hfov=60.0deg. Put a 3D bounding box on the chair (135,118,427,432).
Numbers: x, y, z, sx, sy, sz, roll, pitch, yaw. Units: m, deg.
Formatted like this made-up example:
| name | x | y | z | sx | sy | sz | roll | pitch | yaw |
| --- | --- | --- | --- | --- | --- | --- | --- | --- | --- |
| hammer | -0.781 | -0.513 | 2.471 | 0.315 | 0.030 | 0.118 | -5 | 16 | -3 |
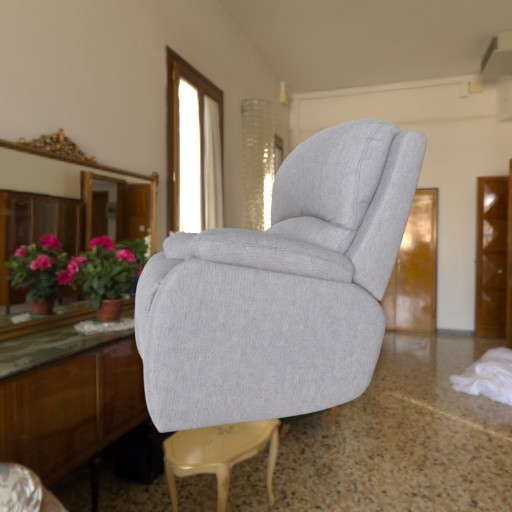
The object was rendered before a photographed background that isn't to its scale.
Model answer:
| name | x | y | z | sx | sy | sz | roll | pitch | yaw |
| --- | --- | --- | --- | --- | --- | --- | --- | --- | --- |
| chair | 0.000 | 0.000 | 1.711 | 0.899 | 1.011 | 0.930 | -1 | 2 | -17 |
